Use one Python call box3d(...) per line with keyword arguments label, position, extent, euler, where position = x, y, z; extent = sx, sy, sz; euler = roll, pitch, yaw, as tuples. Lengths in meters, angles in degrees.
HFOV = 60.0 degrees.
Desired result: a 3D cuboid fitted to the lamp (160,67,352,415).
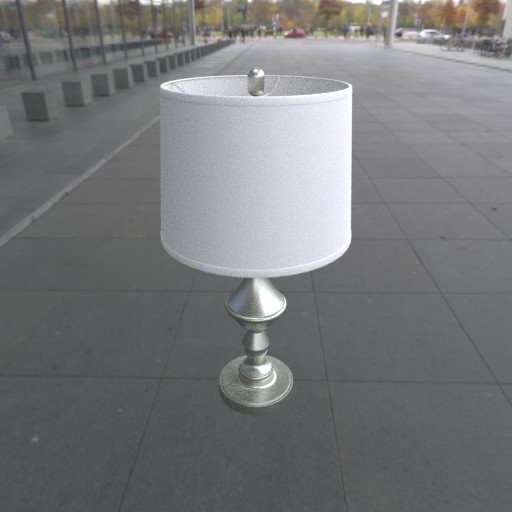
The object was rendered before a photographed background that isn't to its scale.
box3d(label="lamp", position=(0.000, 0.000, 0.935), extent=(0.383, 0.733, 0.383), euler=(0, 27, 0))
